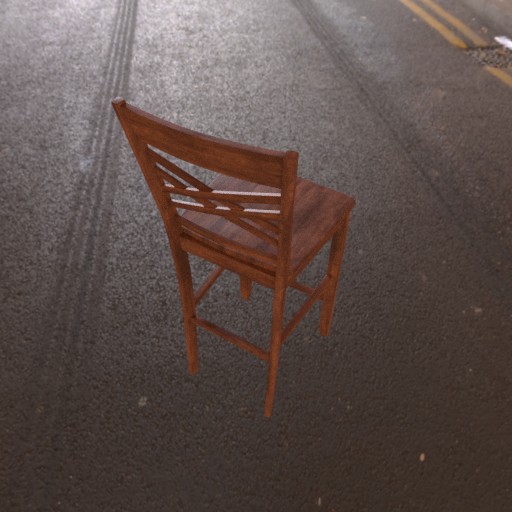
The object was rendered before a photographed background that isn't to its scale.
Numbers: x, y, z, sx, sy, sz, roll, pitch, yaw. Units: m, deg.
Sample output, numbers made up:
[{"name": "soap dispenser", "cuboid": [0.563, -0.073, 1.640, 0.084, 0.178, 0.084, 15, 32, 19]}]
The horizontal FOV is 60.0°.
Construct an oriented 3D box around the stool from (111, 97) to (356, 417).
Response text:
[{"name": "stool", "cuboid": [0.000, 0.000, 1.378, 0.433, 1.105, 0.487, 23, 50, 21]}]
